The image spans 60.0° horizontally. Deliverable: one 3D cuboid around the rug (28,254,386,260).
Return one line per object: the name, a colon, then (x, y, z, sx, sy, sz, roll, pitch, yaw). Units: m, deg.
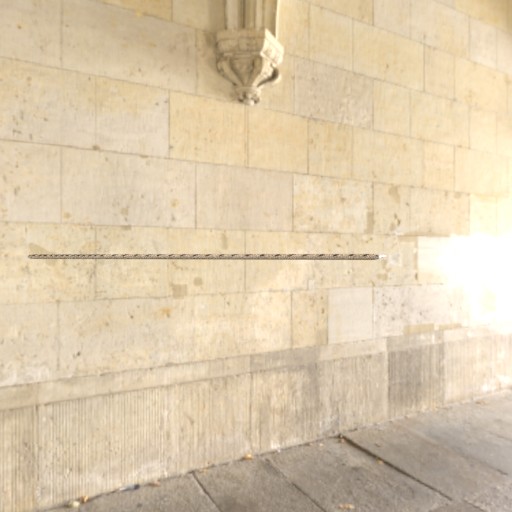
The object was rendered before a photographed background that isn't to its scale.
rug: (0.000, 0.000, 3.273, 1.829, 0.028, 2.449, 0, 0, 17)
